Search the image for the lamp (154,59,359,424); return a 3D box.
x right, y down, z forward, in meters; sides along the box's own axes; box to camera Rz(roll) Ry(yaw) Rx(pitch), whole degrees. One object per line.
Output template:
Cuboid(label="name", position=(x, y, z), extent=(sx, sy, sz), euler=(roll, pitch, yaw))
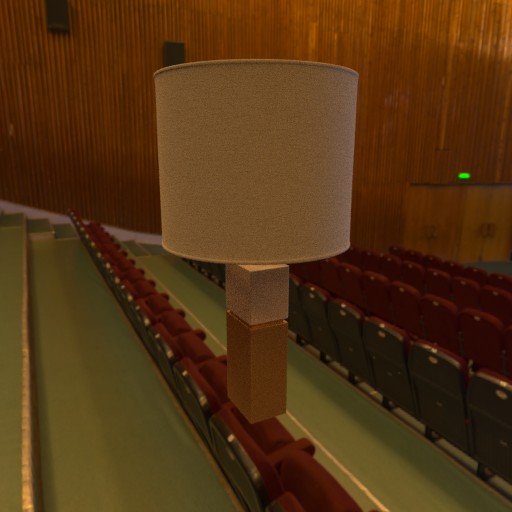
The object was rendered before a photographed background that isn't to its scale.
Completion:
Cuboid(label="lamp", position=(0.000, 0.000, 0.555), extent=(0.229, 0.417, 0.229), euler=(-7, 15, -27))
